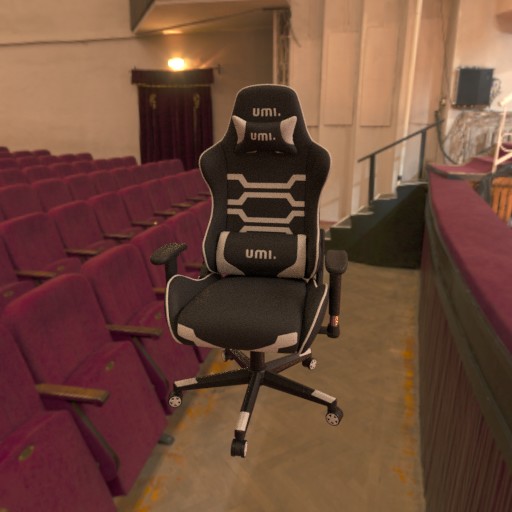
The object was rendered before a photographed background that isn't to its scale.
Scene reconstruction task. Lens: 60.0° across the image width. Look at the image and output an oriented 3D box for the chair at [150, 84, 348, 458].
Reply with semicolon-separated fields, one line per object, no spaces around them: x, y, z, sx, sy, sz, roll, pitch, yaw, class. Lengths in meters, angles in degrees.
0.000;0.000;1.650;0.700;1.240;0.700;3;16;10;chair
